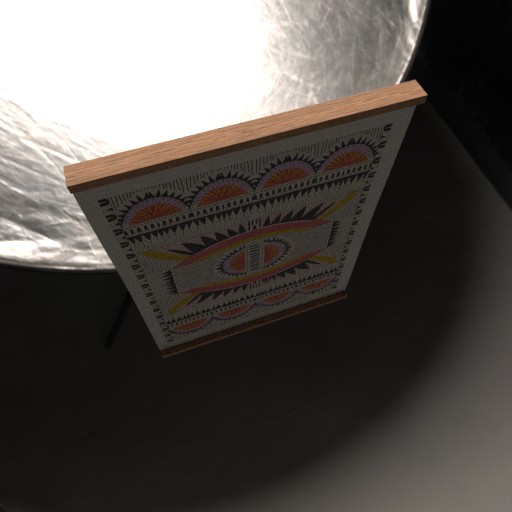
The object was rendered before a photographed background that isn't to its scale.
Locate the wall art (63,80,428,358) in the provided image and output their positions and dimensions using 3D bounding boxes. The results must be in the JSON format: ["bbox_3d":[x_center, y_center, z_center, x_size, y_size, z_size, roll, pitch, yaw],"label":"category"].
[{"bbox_3d":[0.000,0.000,0.697,0.403,0.527,0.028,-17,61,-10],"label":"wall art"}]
